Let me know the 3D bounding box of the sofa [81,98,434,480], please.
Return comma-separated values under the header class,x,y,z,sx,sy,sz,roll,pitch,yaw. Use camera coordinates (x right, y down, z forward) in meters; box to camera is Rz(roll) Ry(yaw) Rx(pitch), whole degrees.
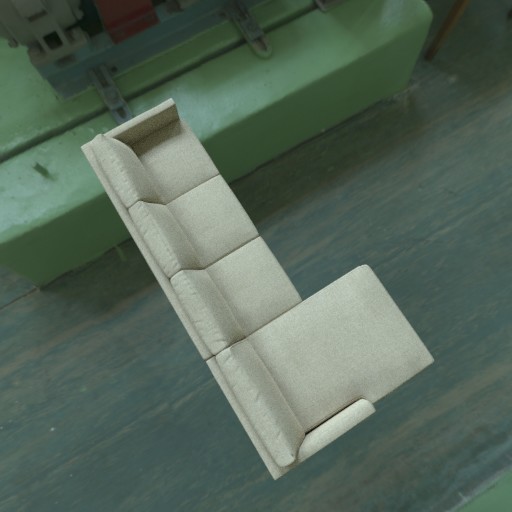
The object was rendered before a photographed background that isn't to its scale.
class,x,y,z,sx,sy,sz,roll,pitch,yaw
sofa,0.000,0.000,3.926,1.650,0.922,3.205,-31,78,-7
